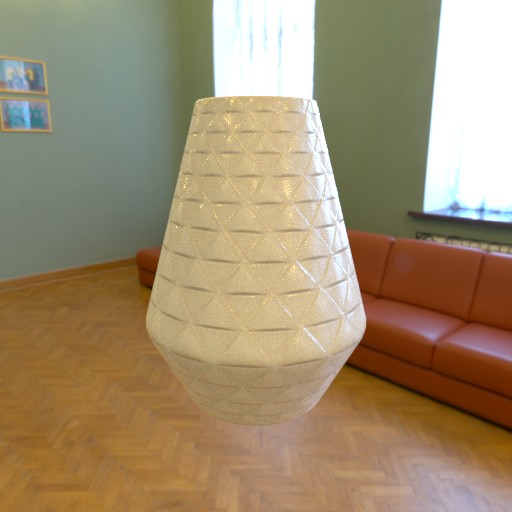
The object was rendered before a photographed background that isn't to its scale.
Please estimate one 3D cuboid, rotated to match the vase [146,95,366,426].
[{"bbox_3d":[0.000,0.000,0.350,0.175,0.230,0.175,0,14,0],"label":"vase"}]
